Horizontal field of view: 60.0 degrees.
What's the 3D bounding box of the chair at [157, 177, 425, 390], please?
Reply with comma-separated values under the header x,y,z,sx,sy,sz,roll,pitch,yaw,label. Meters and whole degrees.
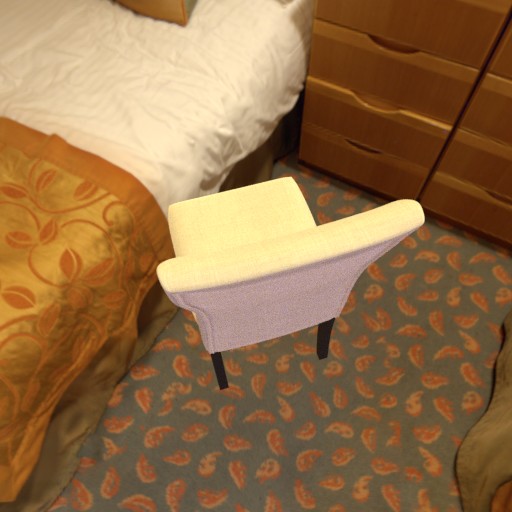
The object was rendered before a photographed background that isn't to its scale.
x,y,z,sx,sy,sz,roll,pitch,yaw,label
0.000,0.000,1.307,0.509,0.921,0.597,-15,60,-9,chair
